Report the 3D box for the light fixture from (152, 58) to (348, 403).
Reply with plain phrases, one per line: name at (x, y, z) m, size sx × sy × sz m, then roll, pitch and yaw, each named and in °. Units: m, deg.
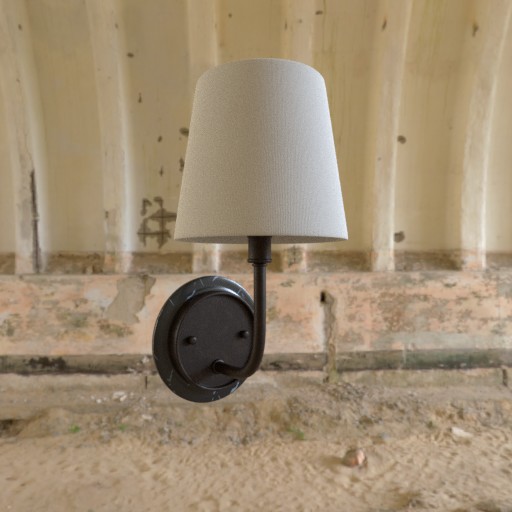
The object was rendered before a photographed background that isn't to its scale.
light fixture at (0.000, 0.000, 0.446) m, size 0.168 × 0.337 × 0.188 m, roll 1°, pitch -1°, yaw -36°
